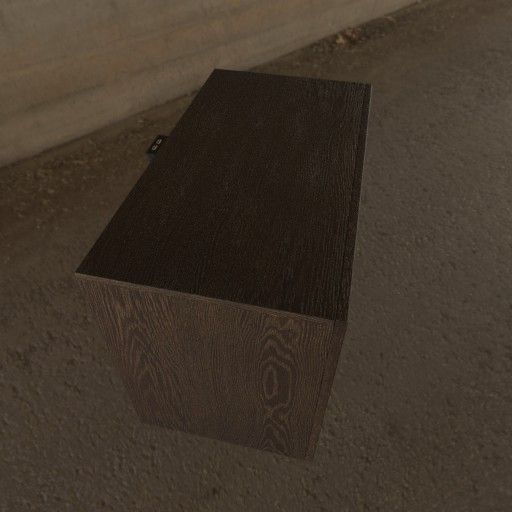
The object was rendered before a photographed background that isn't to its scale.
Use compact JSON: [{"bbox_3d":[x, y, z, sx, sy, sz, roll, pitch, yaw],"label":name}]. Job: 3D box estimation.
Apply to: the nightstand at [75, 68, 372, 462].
[{"bbox_3d":[0.000,0.000,1.146,0.457,0.612,0.775,9,47,9],"label":"nightstand"}]
